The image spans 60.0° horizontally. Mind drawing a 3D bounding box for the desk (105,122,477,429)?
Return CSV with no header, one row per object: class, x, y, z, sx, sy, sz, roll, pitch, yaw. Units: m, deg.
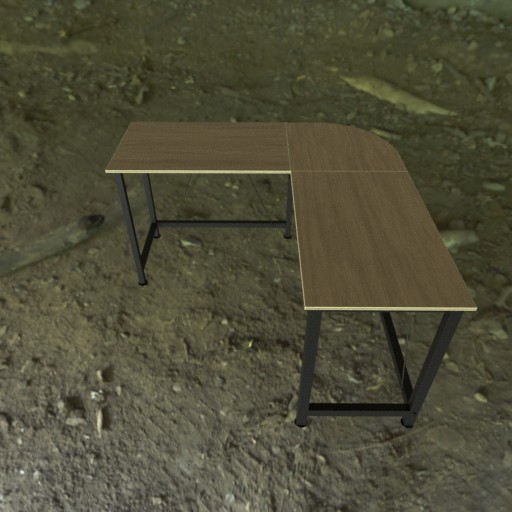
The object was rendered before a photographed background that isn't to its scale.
desk,0.000,0.000,2.175,1.400,0.762,1.400,0,40,0
